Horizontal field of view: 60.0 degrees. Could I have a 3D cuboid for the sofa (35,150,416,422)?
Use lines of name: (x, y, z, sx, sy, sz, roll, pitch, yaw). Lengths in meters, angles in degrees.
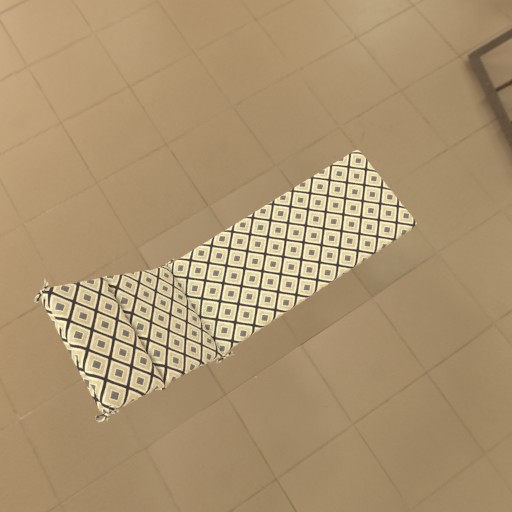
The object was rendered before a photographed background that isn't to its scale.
sofa: (0.000, 0.000, 1.982, 1.663, 0.622, 0.582, -32, 77, -8)
